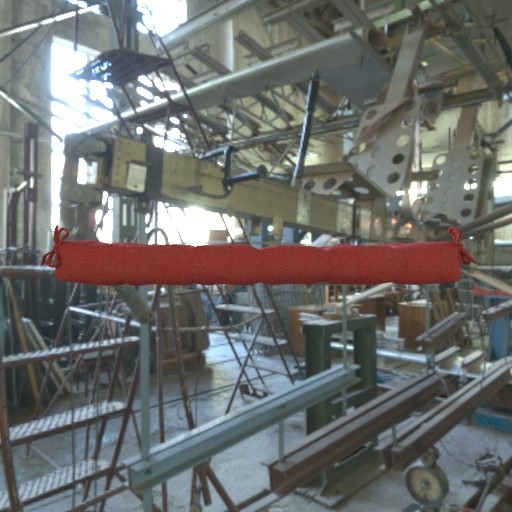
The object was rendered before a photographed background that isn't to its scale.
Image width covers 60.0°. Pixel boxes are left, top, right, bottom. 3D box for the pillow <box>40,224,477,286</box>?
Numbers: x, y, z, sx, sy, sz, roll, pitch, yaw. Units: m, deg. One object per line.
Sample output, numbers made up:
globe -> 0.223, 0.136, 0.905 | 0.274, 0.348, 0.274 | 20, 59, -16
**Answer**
pillow -> 0.000, 0.000, 1.392 | 1.194, 0.174, 0.511 | 0, 0, 0
